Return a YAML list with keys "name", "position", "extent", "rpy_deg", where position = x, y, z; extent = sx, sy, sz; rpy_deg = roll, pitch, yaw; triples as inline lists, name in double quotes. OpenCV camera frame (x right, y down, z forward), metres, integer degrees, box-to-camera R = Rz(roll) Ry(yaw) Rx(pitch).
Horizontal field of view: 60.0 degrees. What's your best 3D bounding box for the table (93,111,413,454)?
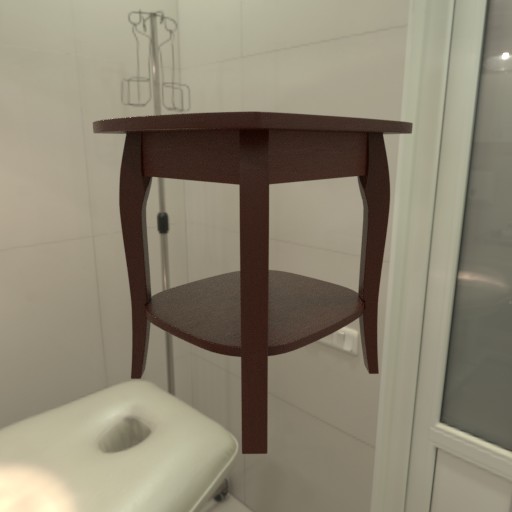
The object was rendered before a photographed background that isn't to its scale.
- name: "table"
  position: [0.000, 0.000, 0.859]
  extent: [0.433, 0.496, 0.502]
  rpy_deg: [13, 19, 43]
